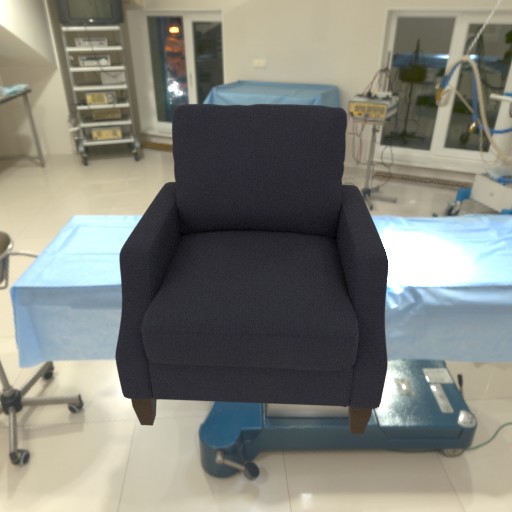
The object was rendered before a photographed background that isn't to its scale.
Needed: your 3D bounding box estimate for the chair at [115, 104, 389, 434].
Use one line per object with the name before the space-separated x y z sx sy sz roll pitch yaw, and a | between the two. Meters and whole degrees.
chair | 0.000 0.000 1.650 0.855 0.991 0.897 1 29 2
